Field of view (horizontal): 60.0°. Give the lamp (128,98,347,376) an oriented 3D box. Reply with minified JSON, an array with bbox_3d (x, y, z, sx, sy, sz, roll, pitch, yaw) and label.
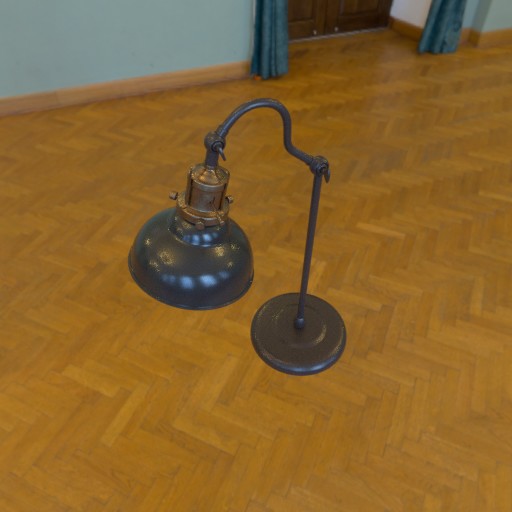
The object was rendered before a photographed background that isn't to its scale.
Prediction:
[{"bbox_3d":[0.000,0.000,0.685,0.374,0.508,0.192,-16,47,-15],"label":"lamp"}]
